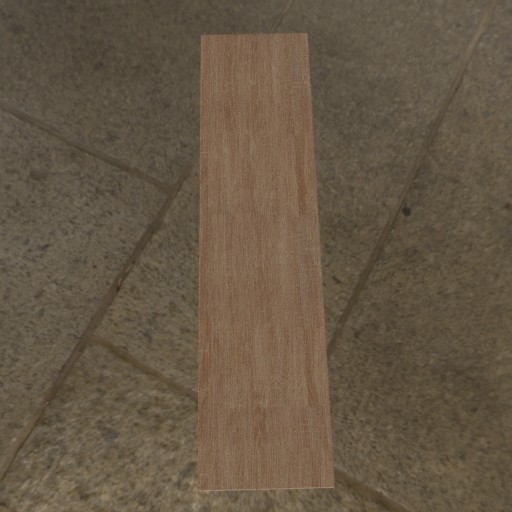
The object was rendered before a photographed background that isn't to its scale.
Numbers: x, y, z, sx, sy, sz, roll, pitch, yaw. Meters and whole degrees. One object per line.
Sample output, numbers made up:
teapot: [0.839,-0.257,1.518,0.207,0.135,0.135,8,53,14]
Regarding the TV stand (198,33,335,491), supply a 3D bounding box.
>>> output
TV stand: [0.000,0.000,1.683,0.398,0.610,1.466,-1,76,0]
